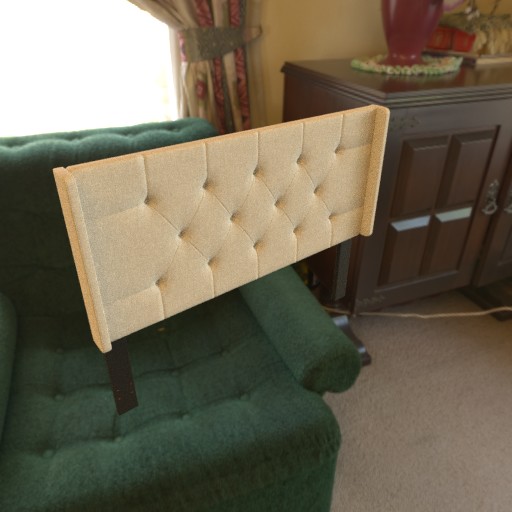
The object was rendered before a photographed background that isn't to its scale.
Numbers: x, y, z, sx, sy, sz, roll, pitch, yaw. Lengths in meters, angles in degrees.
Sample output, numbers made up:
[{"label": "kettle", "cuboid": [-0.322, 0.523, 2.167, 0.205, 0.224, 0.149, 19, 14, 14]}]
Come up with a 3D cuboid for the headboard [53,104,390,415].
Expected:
[{"label": "headboard", "cuboid": [0.000, 0.000, 2.717, 2.051, 1.524, 0.184, -22, 37, -32]}]
